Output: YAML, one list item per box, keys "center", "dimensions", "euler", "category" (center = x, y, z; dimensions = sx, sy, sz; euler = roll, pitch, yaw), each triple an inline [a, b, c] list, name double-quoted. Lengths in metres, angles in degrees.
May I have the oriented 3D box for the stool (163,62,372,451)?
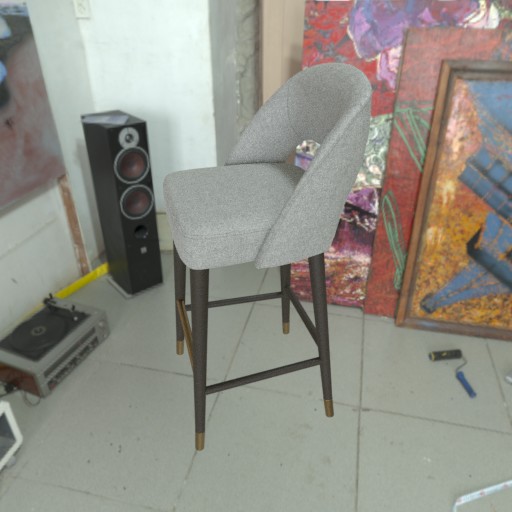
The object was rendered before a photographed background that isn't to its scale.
- center: [0.000, 0.000, 1.319]
  dimensions: [0.509, 1.037, 0.494]
  euler: [-9, 32, -14]
  category: "stool"
